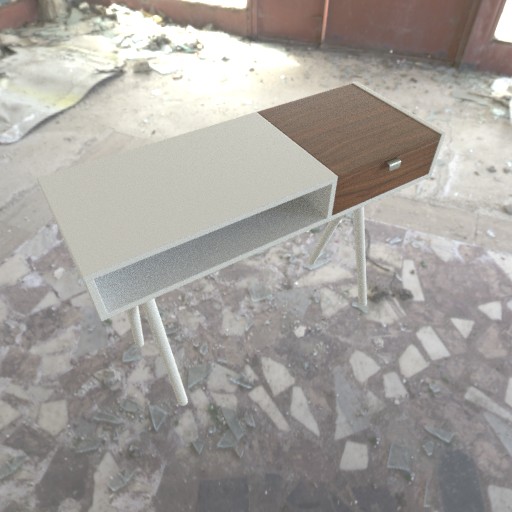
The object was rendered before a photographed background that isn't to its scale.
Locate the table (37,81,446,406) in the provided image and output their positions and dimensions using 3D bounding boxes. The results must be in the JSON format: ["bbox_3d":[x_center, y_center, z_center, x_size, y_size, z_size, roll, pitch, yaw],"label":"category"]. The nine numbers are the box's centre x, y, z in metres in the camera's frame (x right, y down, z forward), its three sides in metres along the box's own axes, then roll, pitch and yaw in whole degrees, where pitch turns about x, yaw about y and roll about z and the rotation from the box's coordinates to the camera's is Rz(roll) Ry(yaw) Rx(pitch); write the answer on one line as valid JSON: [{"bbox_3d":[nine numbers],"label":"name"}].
[{"bbox_3d":[0.000,0.000,1.487,1.066,0.785,0.418,-24,50,-22],"label":"table"}]
